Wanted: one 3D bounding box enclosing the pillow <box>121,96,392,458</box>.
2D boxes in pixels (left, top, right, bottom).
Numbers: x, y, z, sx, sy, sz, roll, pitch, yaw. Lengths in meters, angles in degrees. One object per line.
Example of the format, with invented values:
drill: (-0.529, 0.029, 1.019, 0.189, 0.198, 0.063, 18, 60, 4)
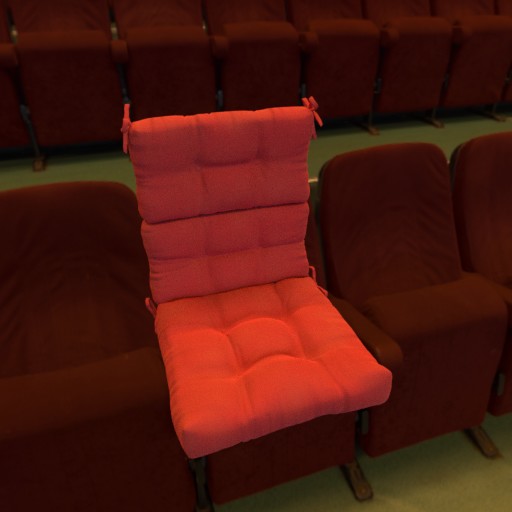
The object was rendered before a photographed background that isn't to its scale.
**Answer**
pillow: (0.000, 0.000, 1.027, 0.519, 0.605, 0.571, -10, 33, -15)
